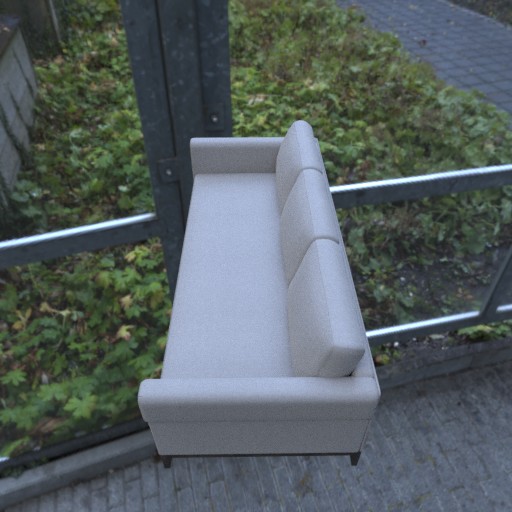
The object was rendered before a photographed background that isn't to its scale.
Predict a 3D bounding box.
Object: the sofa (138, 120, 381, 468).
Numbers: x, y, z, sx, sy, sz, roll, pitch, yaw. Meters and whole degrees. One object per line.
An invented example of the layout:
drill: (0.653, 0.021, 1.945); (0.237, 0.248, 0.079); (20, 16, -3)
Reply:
sofa: (0.000, 0.000, 2.696); (0.959, 0.838, 2.210); (-1, 42, -1)
